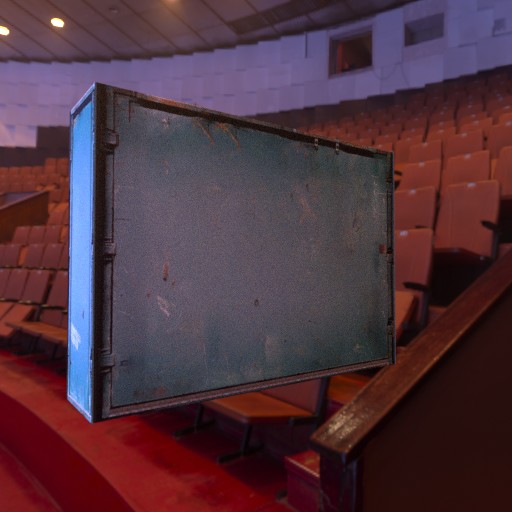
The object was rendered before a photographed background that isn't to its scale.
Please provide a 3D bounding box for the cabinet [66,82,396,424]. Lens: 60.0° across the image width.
[{"bbox_3d":[0.000,0.000,3.941,3.001,2.160,0.680,1,-2,-35],"label":"cabinet"}]
